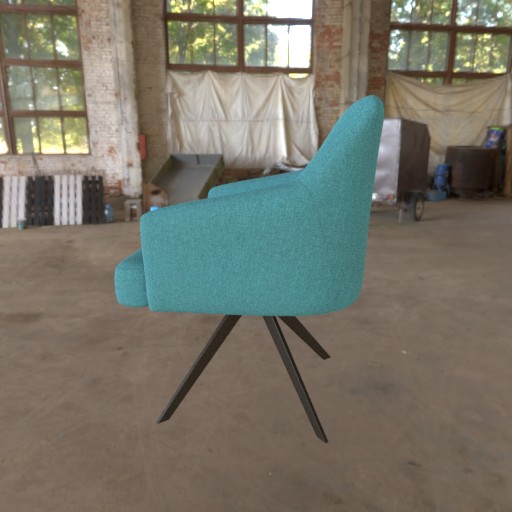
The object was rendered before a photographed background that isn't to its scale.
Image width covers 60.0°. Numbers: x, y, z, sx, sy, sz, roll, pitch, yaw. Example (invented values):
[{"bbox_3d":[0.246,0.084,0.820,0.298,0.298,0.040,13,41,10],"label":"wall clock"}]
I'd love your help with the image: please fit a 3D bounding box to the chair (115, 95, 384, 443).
[{"bbox_3d":[0.000,0.000,1.336,0.677,0.874,0.642,3,15,10],"label":"chair"}]
